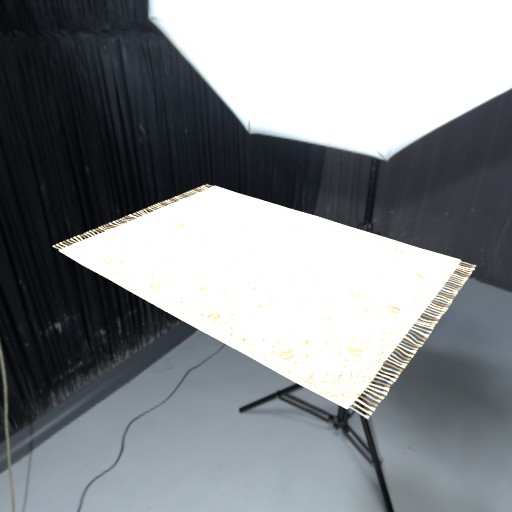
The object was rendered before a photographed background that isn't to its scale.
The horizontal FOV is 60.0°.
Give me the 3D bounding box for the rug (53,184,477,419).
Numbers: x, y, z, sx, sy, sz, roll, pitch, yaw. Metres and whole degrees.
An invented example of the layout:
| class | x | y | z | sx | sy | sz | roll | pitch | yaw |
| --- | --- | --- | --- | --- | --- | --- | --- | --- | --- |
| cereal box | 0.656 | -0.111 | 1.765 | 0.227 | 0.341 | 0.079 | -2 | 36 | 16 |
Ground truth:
| class | x | y | z | sx | sy | sz | roll | pitch | yaw |
| --- | --- | --- | --- | --- | --- | --- | --- | --- | --- |
| rug | 0.000 | 0.000 | 2.299 | 1.861 | 0.017 | 1.218 | 21 | 36 | 33 |
